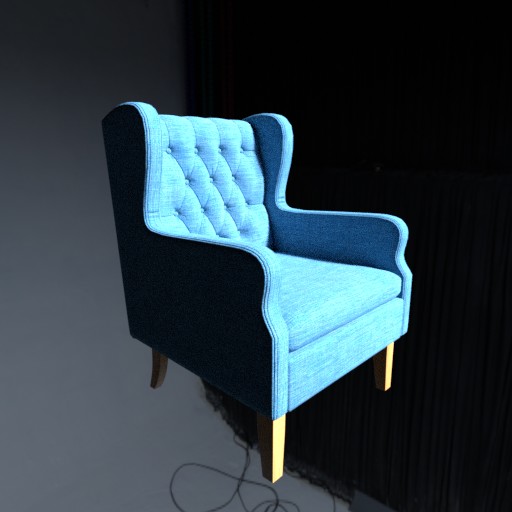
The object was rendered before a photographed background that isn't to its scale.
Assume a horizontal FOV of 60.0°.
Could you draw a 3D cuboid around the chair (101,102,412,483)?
[{"bbox_3d":[0.000,0.000,1.467,0.775,0.952,0.711,12,18,41],"label":"chair"}]
